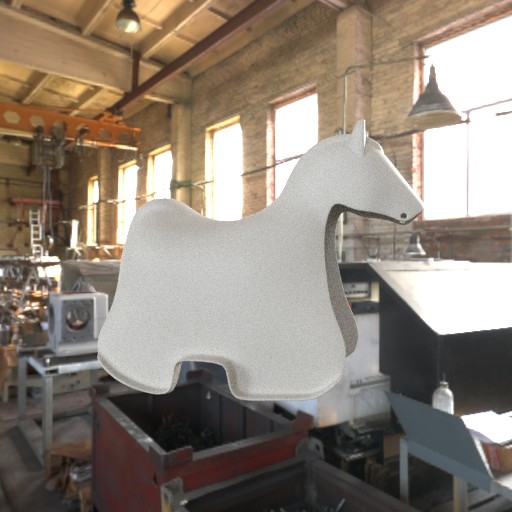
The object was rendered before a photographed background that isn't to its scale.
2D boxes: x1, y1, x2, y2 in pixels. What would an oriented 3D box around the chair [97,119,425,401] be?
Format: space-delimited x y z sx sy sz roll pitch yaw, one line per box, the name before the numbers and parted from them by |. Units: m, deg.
chair | 0.000 0.000 1.122 0.800 0.612 0.429 0 -1 18
